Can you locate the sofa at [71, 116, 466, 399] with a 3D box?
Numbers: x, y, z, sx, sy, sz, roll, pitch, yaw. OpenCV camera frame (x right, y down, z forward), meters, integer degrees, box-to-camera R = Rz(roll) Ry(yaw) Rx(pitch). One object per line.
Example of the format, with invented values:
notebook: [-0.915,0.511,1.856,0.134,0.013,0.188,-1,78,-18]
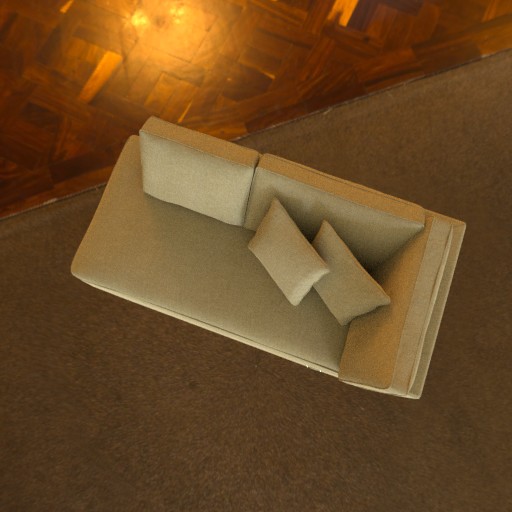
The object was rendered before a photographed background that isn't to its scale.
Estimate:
sofa: [0.000,0.000,2.854,2.238,1.019,1.110,19,77,5]
